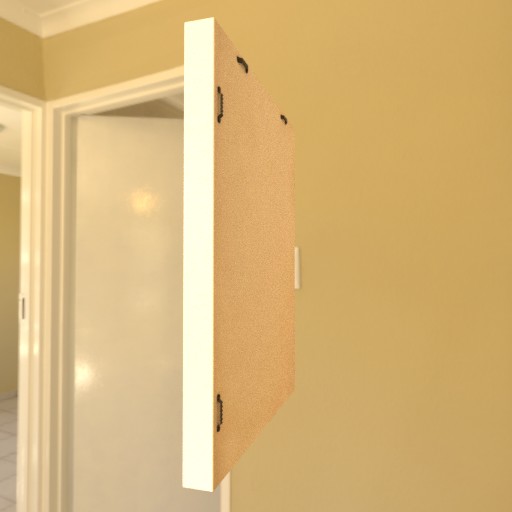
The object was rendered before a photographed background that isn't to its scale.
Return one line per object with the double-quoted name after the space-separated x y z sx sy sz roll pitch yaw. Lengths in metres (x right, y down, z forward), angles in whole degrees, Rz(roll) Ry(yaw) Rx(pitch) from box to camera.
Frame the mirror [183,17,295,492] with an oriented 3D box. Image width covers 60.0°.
0.000 0.000 0.671 0.041 0.508 0.405 0 -1 17 "mirror"
